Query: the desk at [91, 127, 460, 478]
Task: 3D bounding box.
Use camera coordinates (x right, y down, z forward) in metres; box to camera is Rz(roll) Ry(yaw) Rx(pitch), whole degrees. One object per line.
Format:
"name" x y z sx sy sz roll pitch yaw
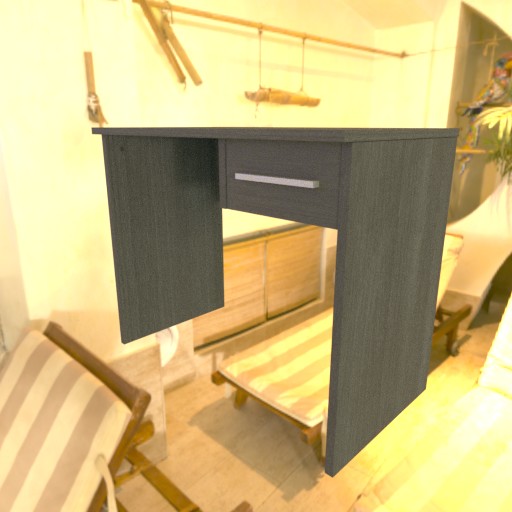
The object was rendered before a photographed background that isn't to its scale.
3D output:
"desk" 0.000 0.000 1.303 0.893 0.724 0.498 15 22 42
